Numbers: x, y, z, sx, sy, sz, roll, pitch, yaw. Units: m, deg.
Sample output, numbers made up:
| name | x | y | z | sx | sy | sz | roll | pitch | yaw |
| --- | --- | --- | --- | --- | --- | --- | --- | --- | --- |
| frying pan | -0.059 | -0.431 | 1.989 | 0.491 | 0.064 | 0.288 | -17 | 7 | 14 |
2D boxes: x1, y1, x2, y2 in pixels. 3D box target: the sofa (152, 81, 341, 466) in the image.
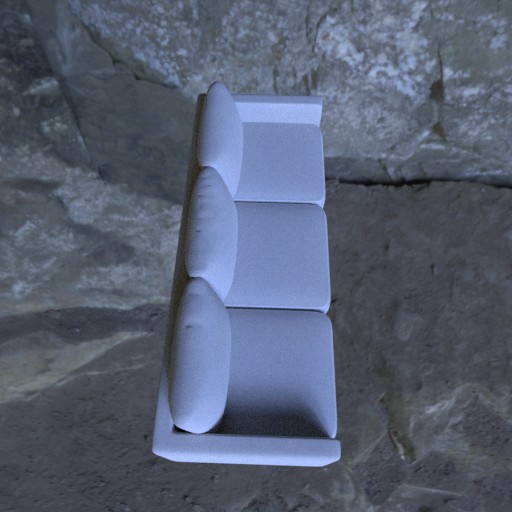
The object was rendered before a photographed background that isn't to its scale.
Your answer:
| name | x | y | z | sx | sy | sz | roll | pitch | yaw |
| --- | --- | --- | --- | --- | --- | --- | --- | --- | --- |
| sofa | 0.000 | 0.000 | 2.638 | 0.859 | 0.874 | 2.218 | 2 | 62 | 1 |
